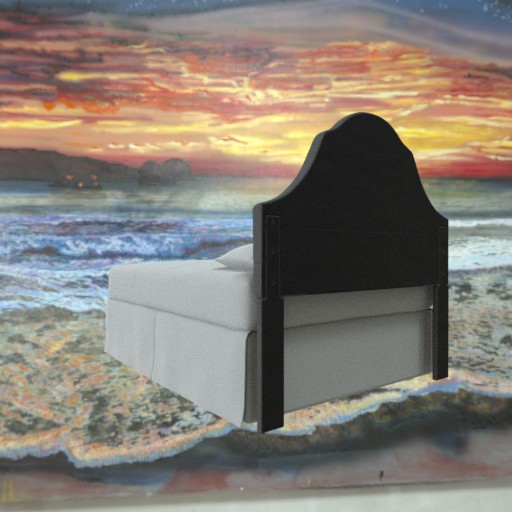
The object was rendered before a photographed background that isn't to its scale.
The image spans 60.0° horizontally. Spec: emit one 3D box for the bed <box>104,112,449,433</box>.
[{"bbox_3d":[0.000,0.000,3.291,1.636,1.575,2.155,0,0,-36],"label":"bed"}]
